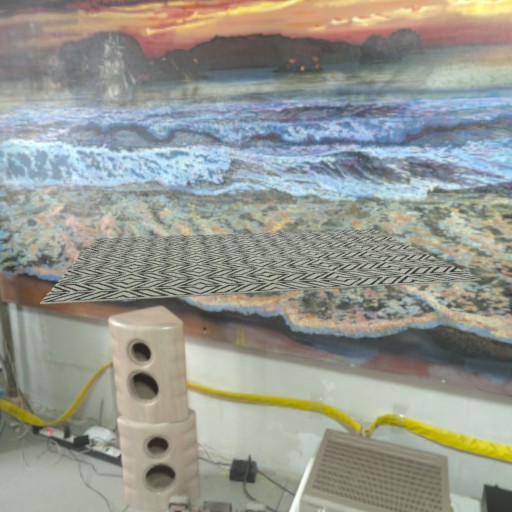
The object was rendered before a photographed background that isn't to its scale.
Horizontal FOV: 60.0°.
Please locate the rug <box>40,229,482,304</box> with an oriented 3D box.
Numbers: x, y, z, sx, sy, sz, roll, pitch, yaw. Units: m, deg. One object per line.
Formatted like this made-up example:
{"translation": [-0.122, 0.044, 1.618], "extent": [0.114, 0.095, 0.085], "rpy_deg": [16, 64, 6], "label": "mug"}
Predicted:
{"translation": [0.000, 0.000, 3.123], "extent": [2.438, 0.008, 1.523], "rpy_deg": [-2, 15, -9], "label": "rug"}
